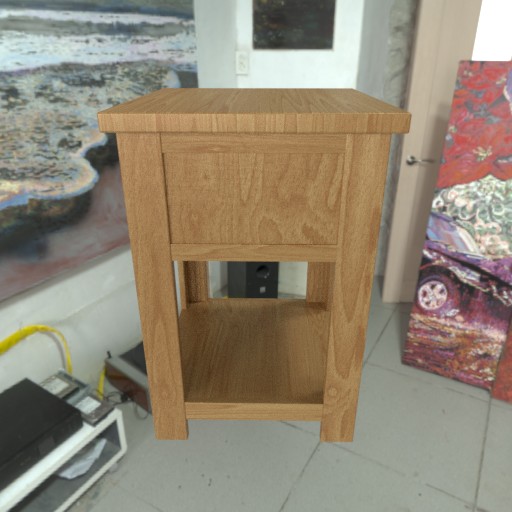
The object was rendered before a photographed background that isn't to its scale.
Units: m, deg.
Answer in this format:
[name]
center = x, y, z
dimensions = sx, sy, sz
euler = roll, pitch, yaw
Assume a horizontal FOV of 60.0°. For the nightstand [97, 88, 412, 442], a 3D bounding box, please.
[nightstand]
center = 0.000, 0.000, 0.907
dimensions = 0.418, 0.614, 0.428
euler = 0, 25, 1
